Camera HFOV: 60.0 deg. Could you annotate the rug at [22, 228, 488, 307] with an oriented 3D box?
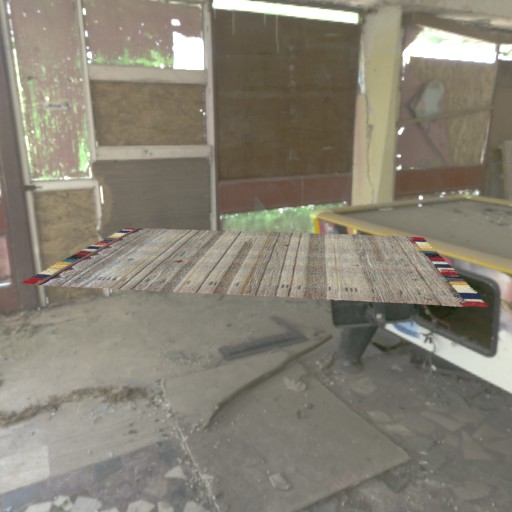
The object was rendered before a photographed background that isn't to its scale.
[{"bbox_3d":[0.000,0.000,2.956,2.465,0.012,1.465,2,16,7],"label":"rug"}]
